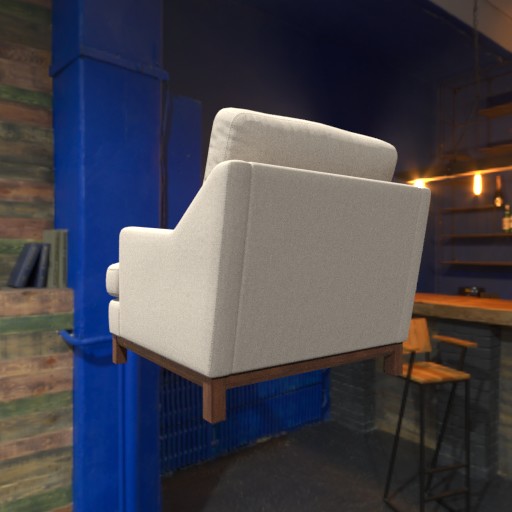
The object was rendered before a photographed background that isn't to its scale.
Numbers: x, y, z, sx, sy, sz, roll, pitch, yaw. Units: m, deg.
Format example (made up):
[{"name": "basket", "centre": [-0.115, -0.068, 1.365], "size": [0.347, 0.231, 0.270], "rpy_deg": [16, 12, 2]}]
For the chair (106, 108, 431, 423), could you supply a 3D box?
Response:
[{"name": "chair", "centre": [0.000, 0.000, 1.773], "size": [0.912, 0.916, 1.001], "rpy_deg": [0, 1, -36]}]
